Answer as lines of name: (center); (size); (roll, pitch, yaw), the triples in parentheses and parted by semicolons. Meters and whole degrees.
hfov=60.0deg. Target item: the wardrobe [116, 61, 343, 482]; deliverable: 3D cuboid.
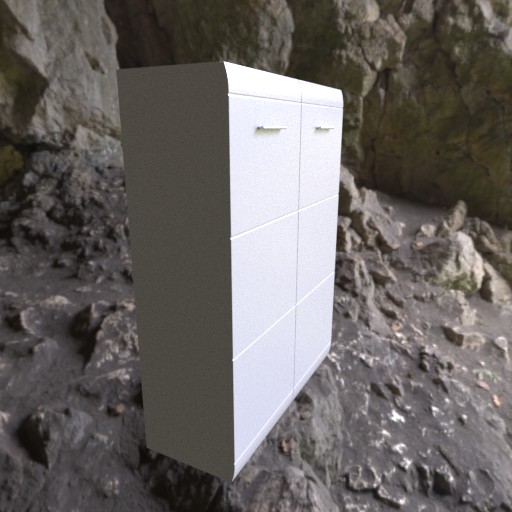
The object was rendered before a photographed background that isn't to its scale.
wardrobe: (0.000, 0.000, 1.632); (0.360, 1.200, 0.900); (8, 18, 26)
